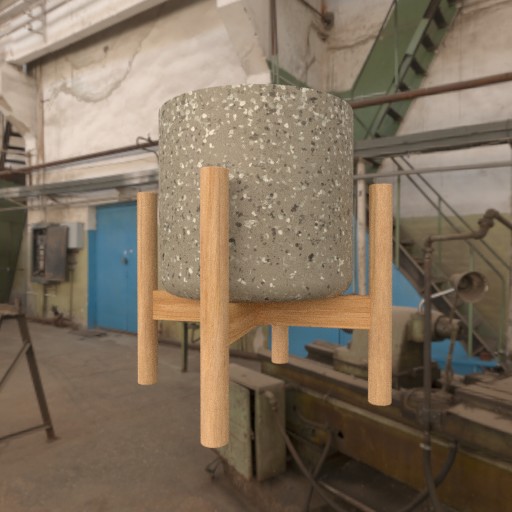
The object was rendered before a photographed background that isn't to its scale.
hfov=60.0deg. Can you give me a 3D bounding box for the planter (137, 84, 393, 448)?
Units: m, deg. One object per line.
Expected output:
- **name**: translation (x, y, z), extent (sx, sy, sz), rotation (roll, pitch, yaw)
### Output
- **planter**: translation (0.000, 0.000, 0.520), extent (0.284, 0.320, 0.284), rotation (1, 1, 37)
